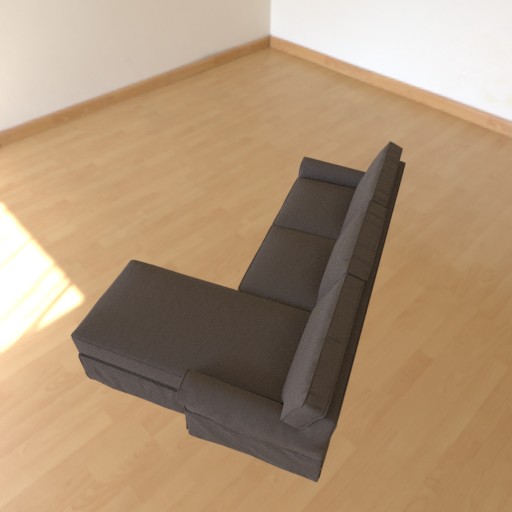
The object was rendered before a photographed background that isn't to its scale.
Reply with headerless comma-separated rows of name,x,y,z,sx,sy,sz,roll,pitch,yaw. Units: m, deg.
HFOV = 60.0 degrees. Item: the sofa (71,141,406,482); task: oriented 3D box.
sofa,0.000,0.000,3.299,1.733,0.978,2.475,15,48,15
